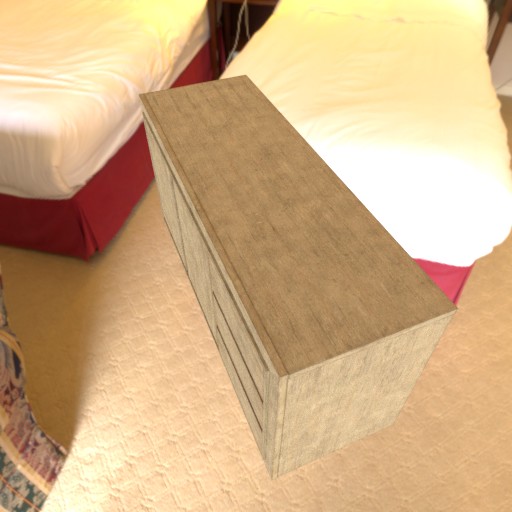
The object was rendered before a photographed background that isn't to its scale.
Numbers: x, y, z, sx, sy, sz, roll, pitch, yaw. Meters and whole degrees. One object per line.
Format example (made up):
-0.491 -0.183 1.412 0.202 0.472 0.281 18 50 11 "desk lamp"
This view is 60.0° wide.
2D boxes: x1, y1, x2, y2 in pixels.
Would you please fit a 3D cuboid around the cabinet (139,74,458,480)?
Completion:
0.000 0.000 1.830 0.511 0.825 1.460 -17 49 -15 "cabinet"
